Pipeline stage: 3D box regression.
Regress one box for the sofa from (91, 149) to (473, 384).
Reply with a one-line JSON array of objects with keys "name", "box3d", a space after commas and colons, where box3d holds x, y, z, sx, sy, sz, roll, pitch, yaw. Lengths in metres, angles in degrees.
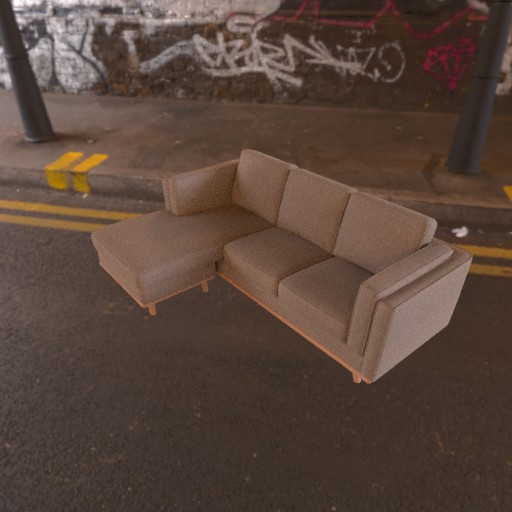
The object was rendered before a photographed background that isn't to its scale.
[{"name": "sofa", "box3d": [0.000, 0.000, 3.249, 1.604, 0.929, 2.411, -23, 38, -33]}]
